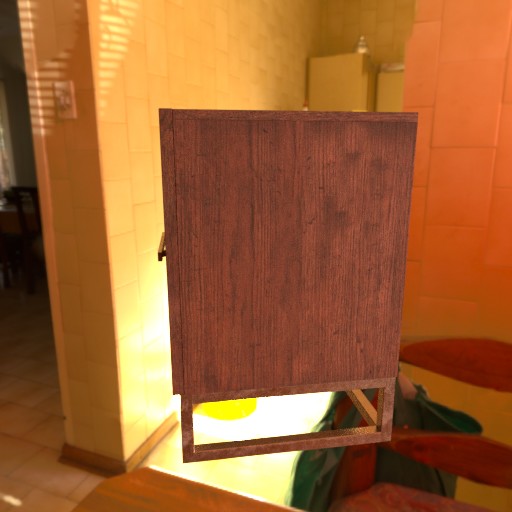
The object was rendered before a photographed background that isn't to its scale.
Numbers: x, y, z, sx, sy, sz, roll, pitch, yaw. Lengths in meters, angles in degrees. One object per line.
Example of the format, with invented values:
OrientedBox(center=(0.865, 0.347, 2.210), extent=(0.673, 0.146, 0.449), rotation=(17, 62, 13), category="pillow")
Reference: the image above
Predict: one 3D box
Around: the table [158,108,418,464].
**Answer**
OrientedBox(center=(0.000, 0.000, 1.289), extent=(0.542, 0.746, 0.767), rotation=(-2, 14, -9), category="table")
